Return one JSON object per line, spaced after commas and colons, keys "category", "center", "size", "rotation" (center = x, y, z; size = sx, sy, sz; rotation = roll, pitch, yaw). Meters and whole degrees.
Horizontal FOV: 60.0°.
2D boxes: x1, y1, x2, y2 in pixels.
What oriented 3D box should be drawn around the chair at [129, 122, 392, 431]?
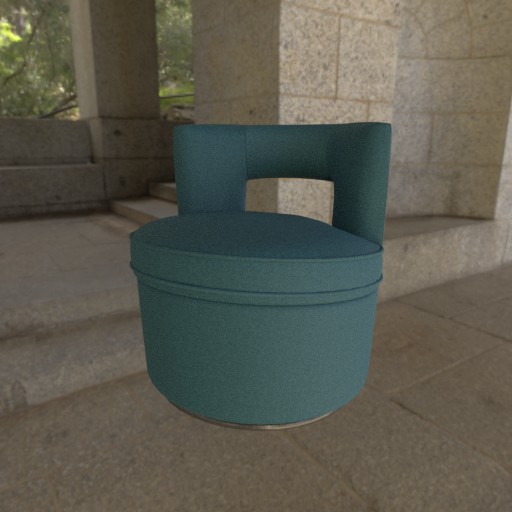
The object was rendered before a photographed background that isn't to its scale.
{"category": "chair", "center": [0.000, 0.000, 1.223], "size": [0.684, 0.711, 0.660], "rotation": [7, 17, 25]}
